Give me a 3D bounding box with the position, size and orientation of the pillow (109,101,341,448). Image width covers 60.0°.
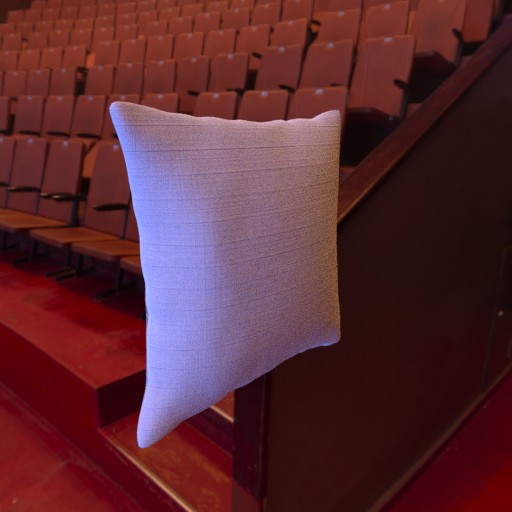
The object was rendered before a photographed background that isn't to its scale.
[{"bbox_3d":[0.000,0.000,0.718,0.175,0.464,0.470,15,22,42],"label":"pillow"}]
